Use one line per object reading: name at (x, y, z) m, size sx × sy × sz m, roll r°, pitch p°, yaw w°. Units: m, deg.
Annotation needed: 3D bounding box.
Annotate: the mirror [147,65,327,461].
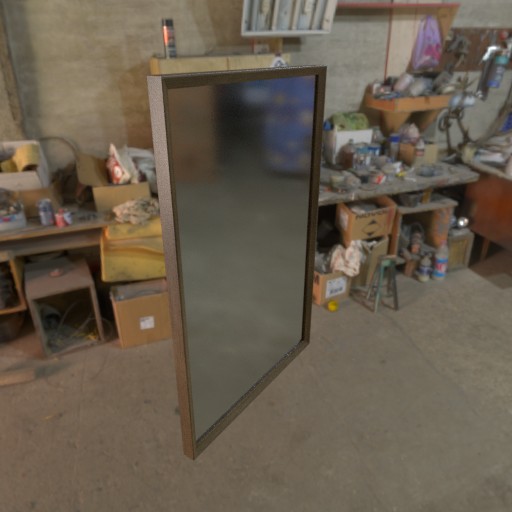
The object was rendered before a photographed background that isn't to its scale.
mirror at (0.000, 0.000, 1.175) m, size 0.041 × 0.915 × 0.609 m, roll 17°, pitch 30°, yaw 31°
